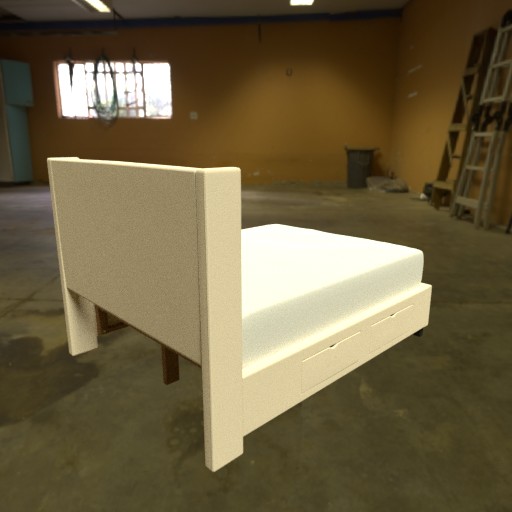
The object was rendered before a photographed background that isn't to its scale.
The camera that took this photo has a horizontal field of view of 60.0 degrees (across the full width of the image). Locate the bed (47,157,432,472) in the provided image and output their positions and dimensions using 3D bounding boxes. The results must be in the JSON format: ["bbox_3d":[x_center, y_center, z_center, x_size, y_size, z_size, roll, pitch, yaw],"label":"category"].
[{"bbox_3d":[0.000,0.000,3.363,2.280,1.471,1.765,-14,20,-42],"label":"bed"}]
